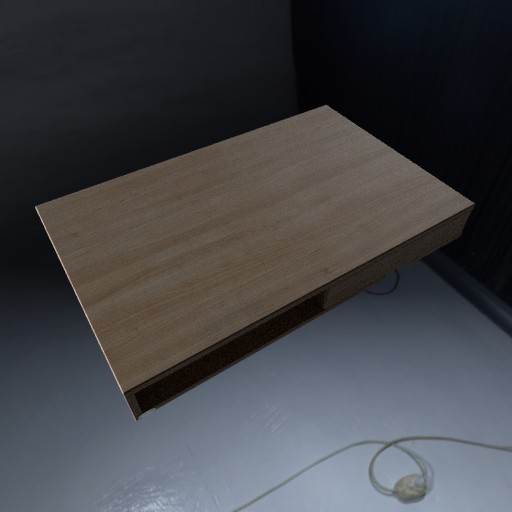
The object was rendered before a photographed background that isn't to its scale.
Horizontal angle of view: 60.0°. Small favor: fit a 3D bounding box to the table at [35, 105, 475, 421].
[{"bbox_3d":[0.000,0.000,1.472,1.100,0.440,0.700,-25,52,-22],"label":"table"}]
